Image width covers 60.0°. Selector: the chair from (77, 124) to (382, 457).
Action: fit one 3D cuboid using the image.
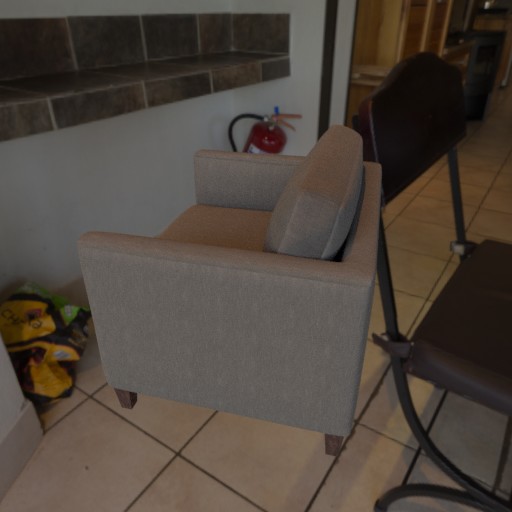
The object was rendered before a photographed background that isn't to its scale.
[{"bbox_3d":[0.000,0.000,1.867,0.959,0.963,1.107,7,30,13],"label":"chair"}]
